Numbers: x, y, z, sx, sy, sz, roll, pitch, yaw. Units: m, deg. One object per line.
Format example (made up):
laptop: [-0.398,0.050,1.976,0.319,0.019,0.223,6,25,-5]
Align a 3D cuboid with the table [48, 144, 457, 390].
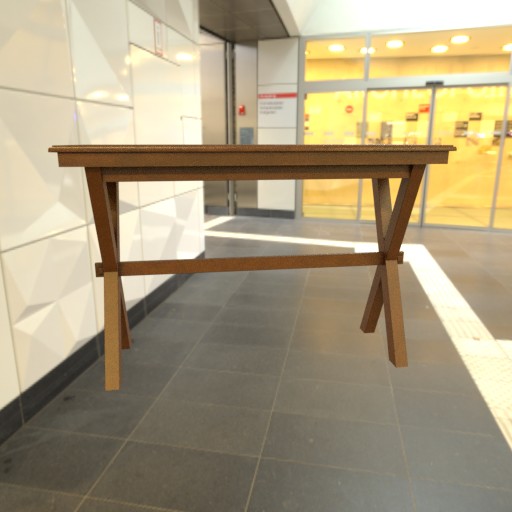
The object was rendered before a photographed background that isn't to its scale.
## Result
table: [0.000,0.000,1.568,1.197,0.763,0.399,-2,15,-8]
